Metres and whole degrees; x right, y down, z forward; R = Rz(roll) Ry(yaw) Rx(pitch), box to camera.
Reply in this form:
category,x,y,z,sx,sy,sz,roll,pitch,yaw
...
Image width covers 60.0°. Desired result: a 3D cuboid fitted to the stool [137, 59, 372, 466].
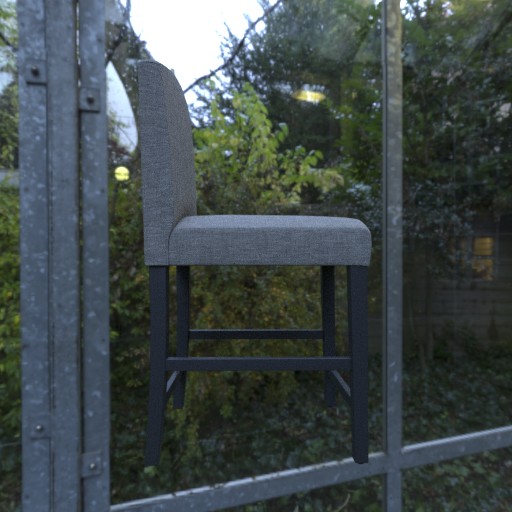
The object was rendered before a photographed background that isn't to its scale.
category,x,y,z,sx,sy,sz,roll,pitch,yaw
stool,0.000,0.000,1.227,0.552,0.966,0.451,0,0,-1
